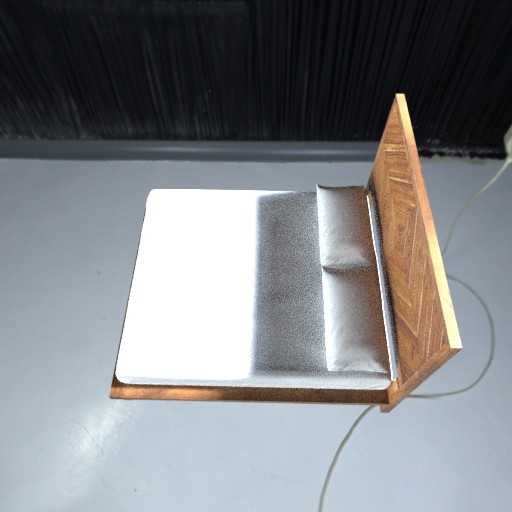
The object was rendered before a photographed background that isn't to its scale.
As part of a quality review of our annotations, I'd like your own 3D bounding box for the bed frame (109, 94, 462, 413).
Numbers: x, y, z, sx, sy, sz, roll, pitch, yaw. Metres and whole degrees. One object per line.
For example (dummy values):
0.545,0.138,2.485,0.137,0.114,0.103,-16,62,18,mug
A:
0.000,0.000,3.545,2.235,1.537,2.038,1,58,1,bed frame
